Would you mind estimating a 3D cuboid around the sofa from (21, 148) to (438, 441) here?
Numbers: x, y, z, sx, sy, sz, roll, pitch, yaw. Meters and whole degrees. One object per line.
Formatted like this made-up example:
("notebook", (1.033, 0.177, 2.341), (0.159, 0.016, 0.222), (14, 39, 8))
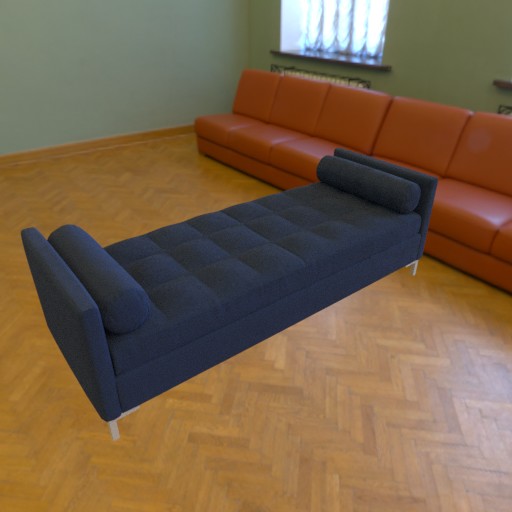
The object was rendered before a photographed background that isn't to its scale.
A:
("sofa", (0.000, 0.000, 2.419), (2.102, 0.657, 0.797), (-21, 36, -32))
